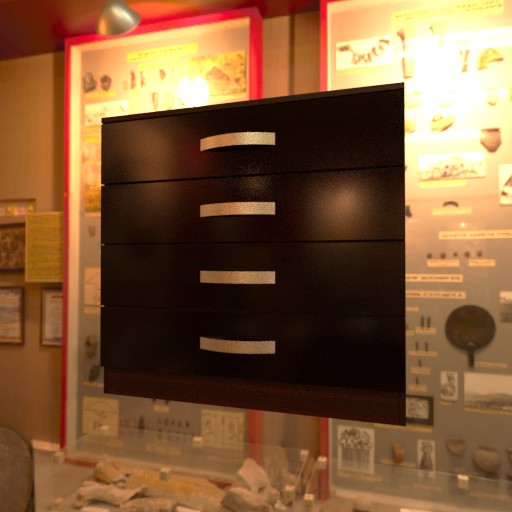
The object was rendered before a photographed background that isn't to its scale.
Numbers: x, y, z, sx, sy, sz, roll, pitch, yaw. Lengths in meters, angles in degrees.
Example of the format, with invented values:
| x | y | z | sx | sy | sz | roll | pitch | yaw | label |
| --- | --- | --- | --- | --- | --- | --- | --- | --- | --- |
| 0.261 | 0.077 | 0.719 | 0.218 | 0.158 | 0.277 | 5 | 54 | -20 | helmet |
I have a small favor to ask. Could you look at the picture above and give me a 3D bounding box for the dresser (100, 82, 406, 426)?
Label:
| x | y | z | sx | sy | sz | roll | pitch | yaw | label |
| --- | --- | --- | --- | --- | --- | --- | --- | --- | --- |
| 0.000 | 0.000 | 1.178 | 0.750 | 0.720 | 0.360 | 0 | -1 | 18 | dresser |
